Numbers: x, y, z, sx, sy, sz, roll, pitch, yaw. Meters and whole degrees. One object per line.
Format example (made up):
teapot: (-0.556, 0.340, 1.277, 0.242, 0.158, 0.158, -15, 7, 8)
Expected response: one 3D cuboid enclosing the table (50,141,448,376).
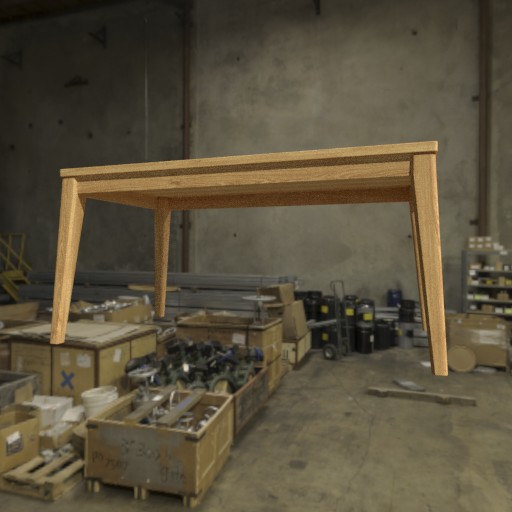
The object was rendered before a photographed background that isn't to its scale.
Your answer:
table: (0.000, 0.000, 2.095, 1.600, 0.760, 0.900, 0, 0, 19)
